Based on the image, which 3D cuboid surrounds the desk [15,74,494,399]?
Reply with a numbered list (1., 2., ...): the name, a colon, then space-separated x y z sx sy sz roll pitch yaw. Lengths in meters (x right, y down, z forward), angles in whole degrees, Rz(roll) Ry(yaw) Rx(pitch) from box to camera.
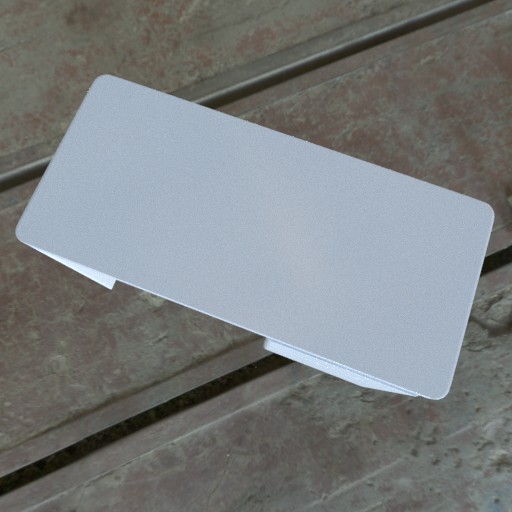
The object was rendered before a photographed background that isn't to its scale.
1. desk: 0.000 0.000 1.564 1.200 0.760 0.550 20 77 5
